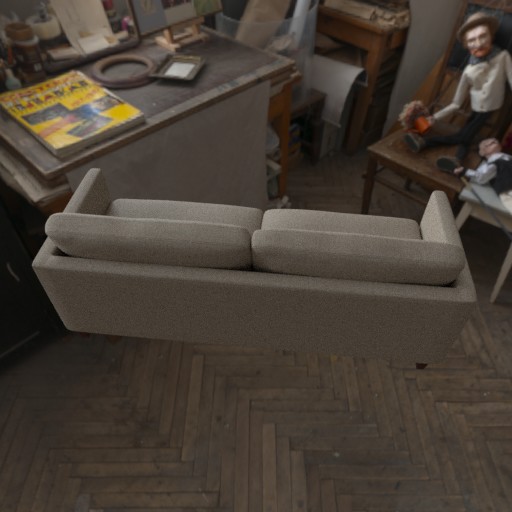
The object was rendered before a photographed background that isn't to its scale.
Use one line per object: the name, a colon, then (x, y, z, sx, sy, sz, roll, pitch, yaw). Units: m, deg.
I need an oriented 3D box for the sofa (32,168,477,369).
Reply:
sofa: (0.000, 0.000, 2.873, 2.434, 0.965, 0.951, 4, 47, 4)
